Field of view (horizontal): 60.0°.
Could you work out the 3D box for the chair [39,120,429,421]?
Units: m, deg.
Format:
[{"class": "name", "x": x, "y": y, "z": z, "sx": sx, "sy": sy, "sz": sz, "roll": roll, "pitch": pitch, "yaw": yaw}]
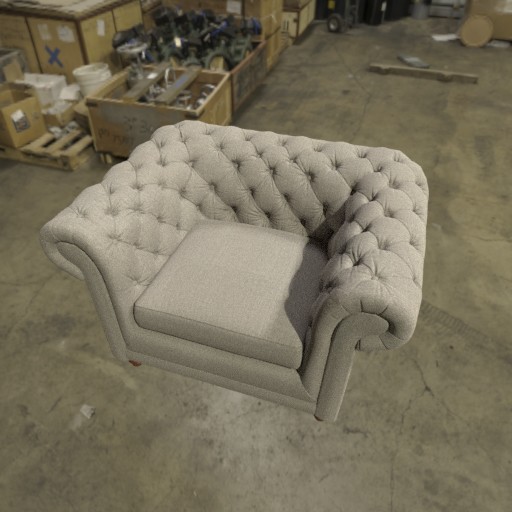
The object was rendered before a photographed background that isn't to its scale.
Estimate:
[{"class": "chair", "x": 0.000, "y": 0.000, "z": 1.883, "sx": 1.270, "sy": 0.770, "sz": 0.976, "roll": 12, "pitch": 42, "yaw": 14}]
